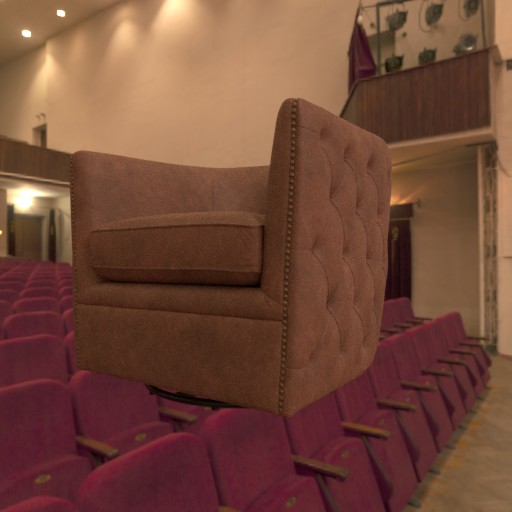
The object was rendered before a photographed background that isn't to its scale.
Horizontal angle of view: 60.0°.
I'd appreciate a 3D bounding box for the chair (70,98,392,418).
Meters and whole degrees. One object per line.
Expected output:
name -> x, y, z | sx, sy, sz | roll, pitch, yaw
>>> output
chair -> 0.000, 0.000, 1.479 | 0.850, 0.790, 0.870 | -1, -1, 35
